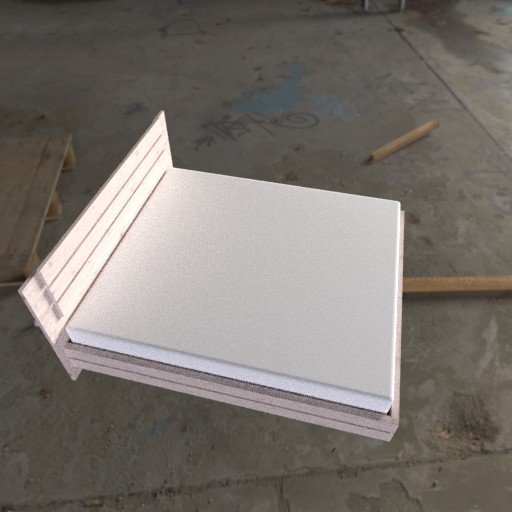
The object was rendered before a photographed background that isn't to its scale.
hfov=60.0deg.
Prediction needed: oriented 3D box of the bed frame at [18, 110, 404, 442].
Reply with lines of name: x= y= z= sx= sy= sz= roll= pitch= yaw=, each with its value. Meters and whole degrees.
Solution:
bed frame: x=0.000 y=0.000 z=3.132 sx=2.080 sy=0.970 sz=1.950 roll=10 pitch=47 yaw=10
